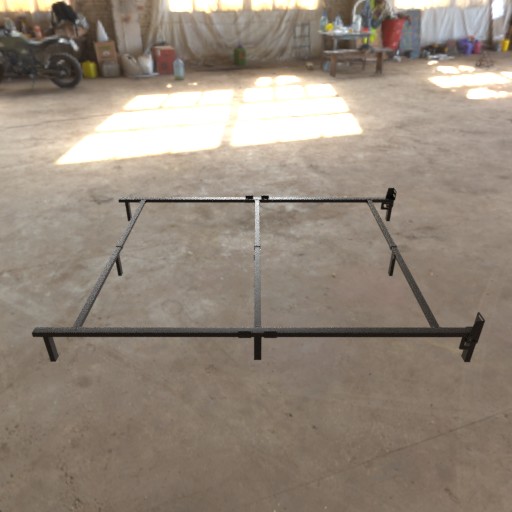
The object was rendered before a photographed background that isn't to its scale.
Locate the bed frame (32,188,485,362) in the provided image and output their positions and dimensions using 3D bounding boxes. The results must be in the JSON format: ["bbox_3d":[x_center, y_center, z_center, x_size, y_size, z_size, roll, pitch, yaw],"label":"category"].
[{"bbox_3d":[0.000,0.000,2.624,1.990,0.248,1.498,0,31,0],"label":"bed frame"}]
